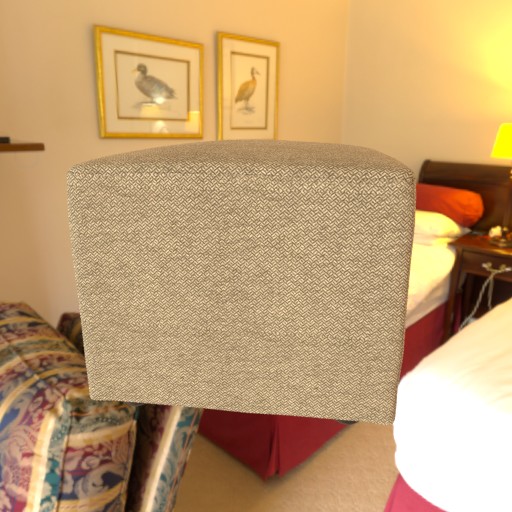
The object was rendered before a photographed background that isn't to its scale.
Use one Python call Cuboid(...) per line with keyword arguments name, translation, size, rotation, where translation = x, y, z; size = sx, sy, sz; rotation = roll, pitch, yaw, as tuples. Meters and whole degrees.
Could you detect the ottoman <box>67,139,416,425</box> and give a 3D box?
Cuboid(name="ottoman", translation=(0.000, 0.000, 0.902), size=(0.512, 0.453, 0.519), rotation=(2, 17, 8))
